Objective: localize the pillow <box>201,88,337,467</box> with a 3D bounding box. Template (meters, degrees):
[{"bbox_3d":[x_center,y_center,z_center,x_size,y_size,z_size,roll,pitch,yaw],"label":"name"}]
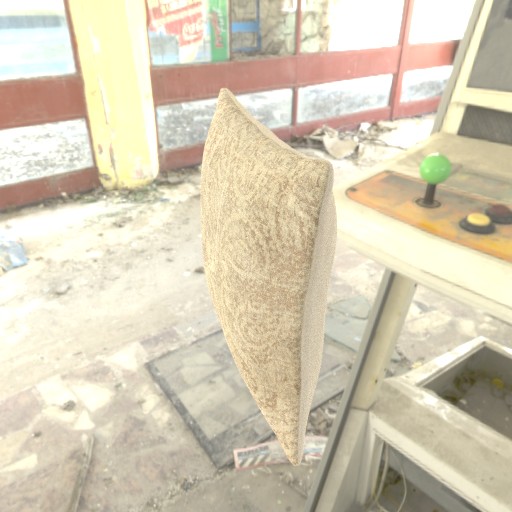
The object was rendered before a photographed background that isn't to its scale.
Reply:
[{"bbox_3d":[0.000,0.000,0.812,0.166,0.510,0.523,-8,31,-14],"label":"pillow"}]
